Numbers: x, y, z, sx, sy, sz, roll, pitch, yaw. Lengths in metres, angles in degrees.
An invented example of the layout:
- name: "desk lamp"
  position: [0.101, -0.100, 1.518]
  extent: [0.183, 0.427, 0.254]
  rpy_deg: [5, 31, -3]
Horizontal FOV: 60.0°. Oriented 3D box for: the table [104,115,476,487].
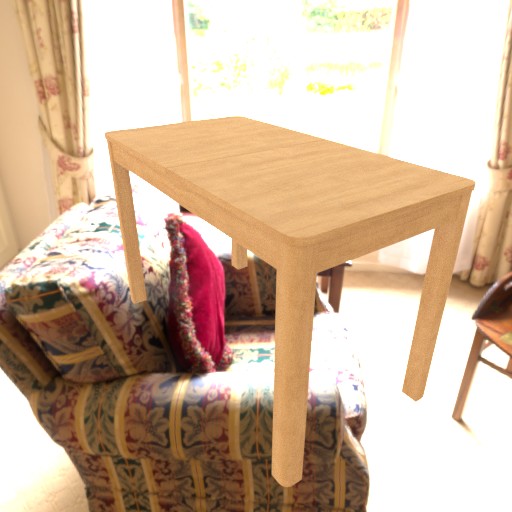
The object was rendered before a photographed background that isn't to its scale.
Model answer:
- name: "table"
  position: [0.000, 0.000, 1.912]
  extent: [0.750, 0.900, 1.400]
  rpy_deg: [-18, 32, -30]
